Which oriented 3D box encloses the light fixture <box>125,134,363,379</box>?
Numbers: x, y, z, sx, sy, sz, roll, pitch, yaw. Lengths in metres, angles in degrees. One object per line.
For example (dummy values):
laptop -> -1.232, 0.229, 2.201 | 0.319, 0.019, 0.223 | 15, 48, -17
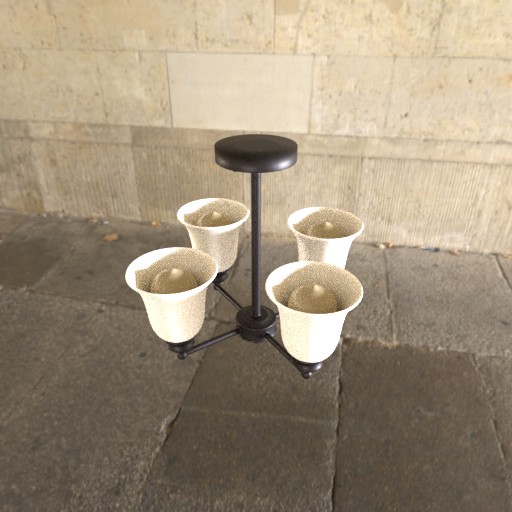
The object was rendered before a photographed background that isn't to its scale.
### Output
light fixture -> 0.000, 0.000, 1.830 | 1.069, 0.925, 1.069 | -18, 34, -28
